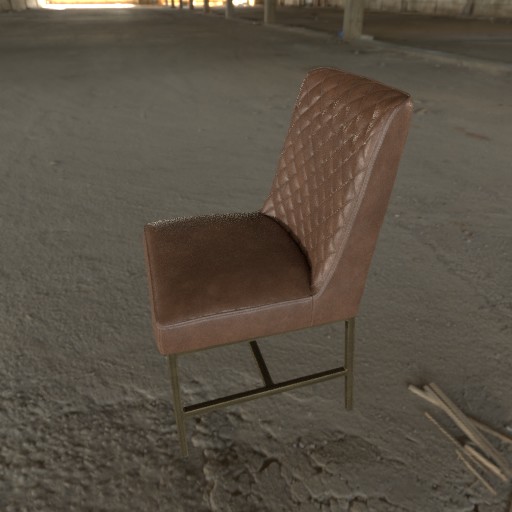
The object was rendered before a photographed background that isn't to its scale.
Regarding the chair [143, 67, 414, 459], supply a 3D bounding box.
[{"bbox_3d":[0.000,0.000,1.207,0.587,0.889,0.508,-8,32,-13],"label":"chair"}]
